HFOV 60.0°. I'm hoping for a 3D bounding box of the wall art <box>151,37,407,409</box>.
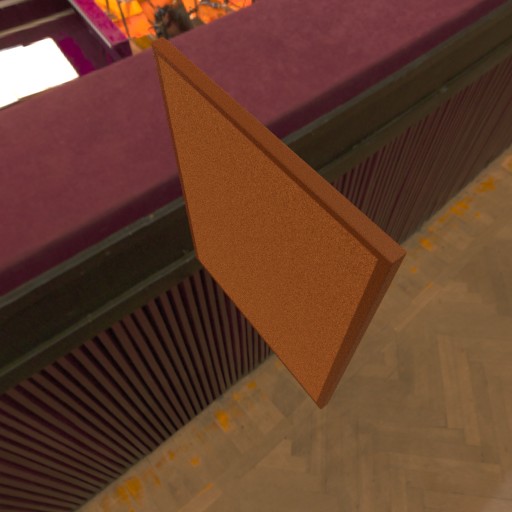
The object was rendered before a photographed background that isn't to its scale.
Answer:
[{"bbox_3d":[0.000,0.000,0.514,0.015,0.379,0.310,-33,63,-19],"label":"wall art"}]
